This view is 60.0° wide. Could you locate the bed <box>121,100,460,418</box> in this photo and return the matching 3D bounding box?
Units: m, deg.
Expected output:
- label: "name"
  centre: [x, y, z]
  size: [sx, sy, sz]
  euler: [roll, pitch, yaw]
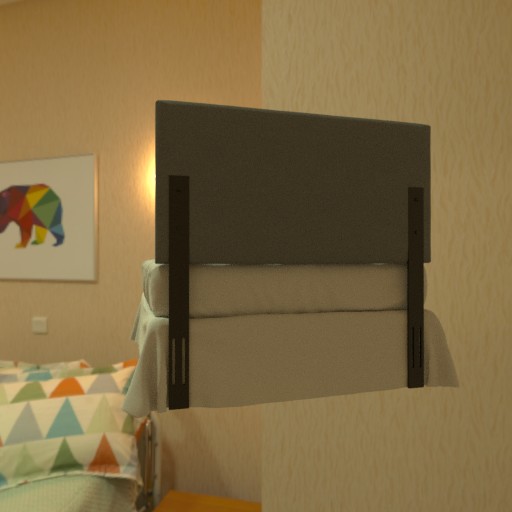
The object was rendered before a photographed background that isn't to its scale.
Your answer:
- label: "bed"
  centre: [0.000, 0.000, 3.424]
  size: [1.936, 1.577, 2.222]
  euler: [0, 0, -15]
